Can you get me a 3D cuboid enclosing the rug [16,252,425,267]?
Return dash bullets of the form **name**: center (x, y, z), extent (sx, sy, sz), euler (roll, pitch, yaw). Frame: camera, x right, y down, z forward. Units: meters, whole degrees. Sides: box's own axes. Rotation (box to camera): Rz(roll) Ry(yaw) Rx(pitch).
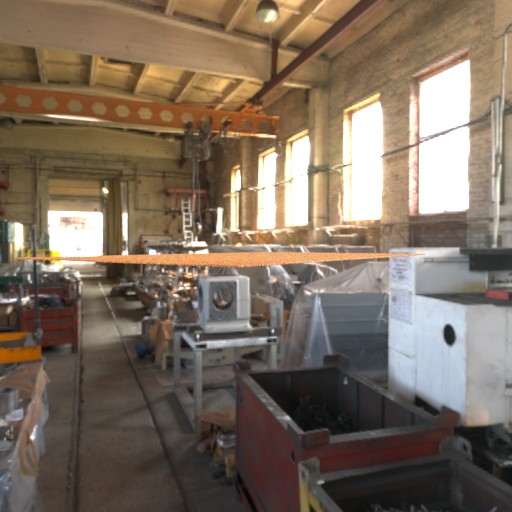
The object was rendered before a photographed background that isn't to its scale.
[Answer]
- **rug**: center (0.000, 0.000, 2.166), extent (1.143, 0.006, 1.747), euler (1, 2, 36)
